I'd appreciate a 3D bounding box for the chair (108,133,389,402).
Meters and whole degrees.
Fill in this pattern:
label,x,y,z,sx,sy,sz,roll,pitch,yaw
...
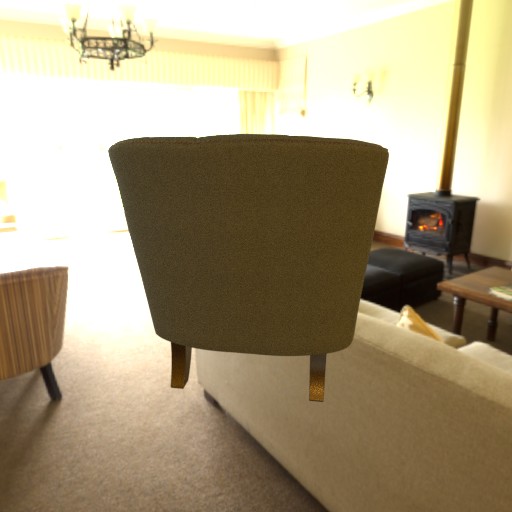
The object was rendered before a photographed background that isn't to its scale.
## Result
label,x,y,z,sx,sy,sz,roll,pitch,yaw
chair,0.000,0.000,1.634,0.848,0.868,0.906,3,15,9
